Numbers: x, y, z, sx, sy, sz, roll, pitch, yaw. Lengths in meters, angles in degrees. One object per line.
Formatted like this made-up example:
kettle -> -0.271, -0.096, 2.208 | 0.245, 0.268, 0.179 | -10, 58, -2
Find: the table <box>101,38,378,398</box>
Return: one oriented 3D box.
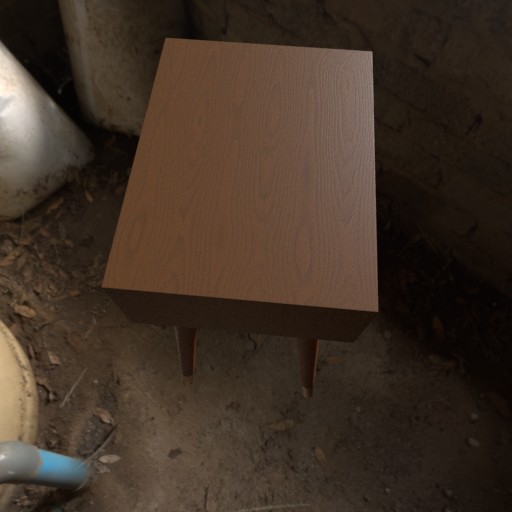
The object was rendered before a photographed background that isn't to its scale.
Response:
table -> 0.000, 0.000, 0.818 | 0.300, 0.599, 0.406 | 5, 65, 2
